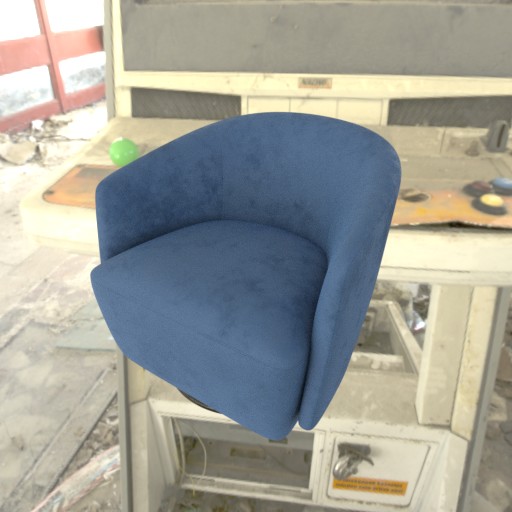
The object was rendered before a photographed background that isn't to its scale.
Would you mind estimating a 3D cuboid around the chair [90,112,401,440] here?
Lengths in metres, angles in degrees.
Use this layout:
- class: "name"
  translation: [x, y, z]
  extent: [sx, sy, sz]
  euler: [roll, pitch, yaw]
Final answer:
- class: "chair"
  translation: [0.000, 0.000, 1.337]
  extent: [0.773, 0.698, 0.767]
  euler: [19, 36, 29]
